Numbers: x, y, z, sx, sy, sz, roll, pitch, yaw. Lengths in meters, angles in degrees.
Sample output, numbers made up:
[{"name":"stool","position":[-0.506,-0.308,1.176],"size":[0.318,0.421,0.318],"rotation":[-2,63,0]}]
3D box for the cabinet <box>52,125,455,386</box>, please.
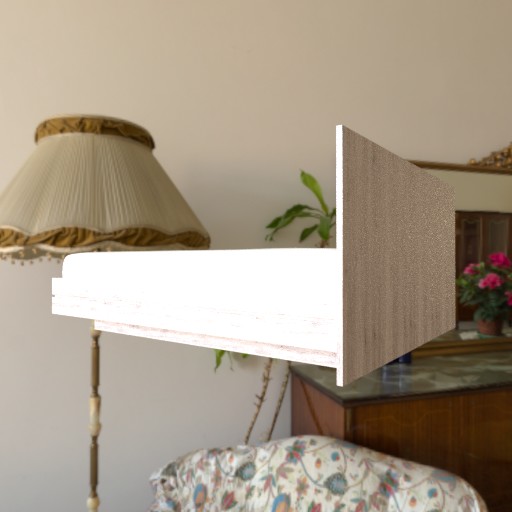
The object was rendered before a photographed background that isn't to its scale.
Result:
[{"name":"cabinet","position":[0.000,0.000,2.935],"size":[2.080,0.970,1.750],"rotation":[0,-1,37]}]
